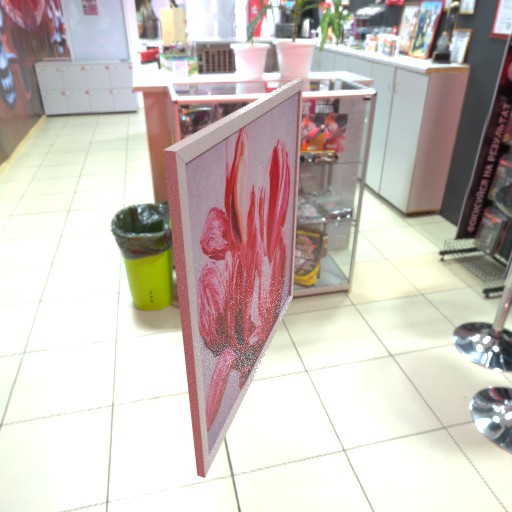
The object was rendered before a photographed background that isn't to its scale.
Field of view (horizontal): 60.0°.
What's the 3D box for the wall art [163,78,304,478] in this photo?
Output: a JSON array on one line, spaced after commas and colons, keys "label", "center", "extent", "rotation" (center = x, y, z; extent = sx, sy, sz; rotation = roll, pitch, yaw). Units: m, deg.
[{"label": "wall art", "center": [0.000, 0.000, 1.208], "extent": [0.022, 0.803, 0.805], "rotation": [10, 31, 17]}]
